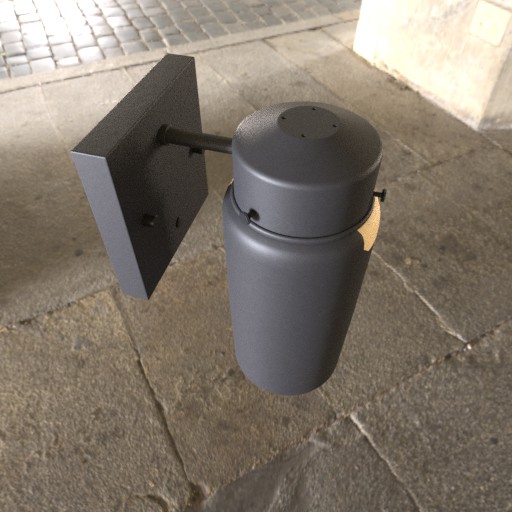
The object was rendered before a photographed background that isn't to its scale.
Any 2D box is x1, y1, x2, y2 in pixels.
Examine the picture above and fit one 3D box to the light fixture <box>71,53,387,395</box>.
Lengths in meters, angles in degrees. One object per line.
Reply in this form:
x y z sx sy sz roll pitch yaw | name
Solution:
0.000 0.000 0.364 0.176 0.257 0.130 12 49 11 | light fixture
